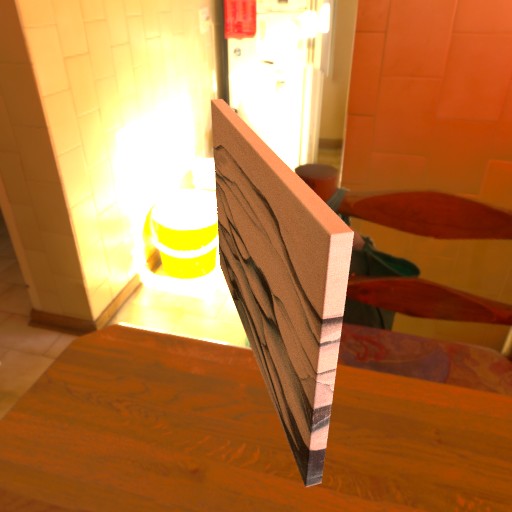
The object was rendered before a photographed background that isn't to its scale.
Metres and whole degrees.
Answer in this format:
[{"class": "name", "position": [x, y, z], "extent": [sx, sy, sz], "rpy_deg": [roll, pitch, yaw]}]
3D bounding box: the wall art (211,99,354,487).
[{"class": "wall art", "position": [0.000, 0.000, 1.162], "extent": [0.039, 0.609, 0.914], "rpy_deg": [-8, 32, -13]}]
